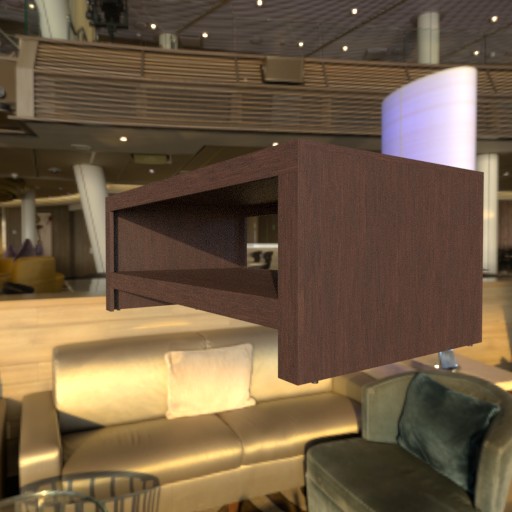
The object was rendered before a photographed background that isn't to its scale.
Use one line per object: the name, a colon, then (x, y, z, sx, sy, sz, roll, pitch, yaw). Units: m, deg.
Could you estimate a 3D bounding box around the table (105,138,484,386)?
table: (0.000, 0.000, 1.372, 0.597, 0.424, 1.099, -1, 2, -35)
